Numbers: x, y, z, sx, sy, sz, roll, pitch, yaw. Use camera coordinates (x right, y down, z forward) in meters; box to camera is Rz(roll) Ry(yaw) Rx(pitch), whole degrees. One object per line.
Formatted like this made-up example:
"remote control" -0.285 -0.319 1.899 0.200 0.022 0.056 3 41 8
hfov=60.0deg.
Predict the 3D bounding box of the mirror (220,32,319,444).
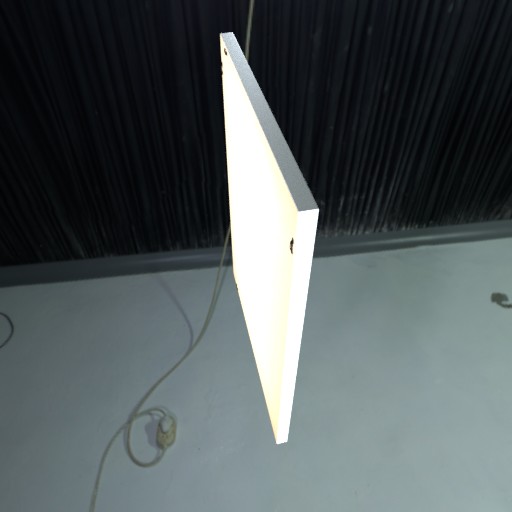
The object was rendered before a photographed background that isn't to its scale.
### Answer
"mirror" 0.000 0.000 1.347 0.040 1.016 0.762 -9 48 -9
